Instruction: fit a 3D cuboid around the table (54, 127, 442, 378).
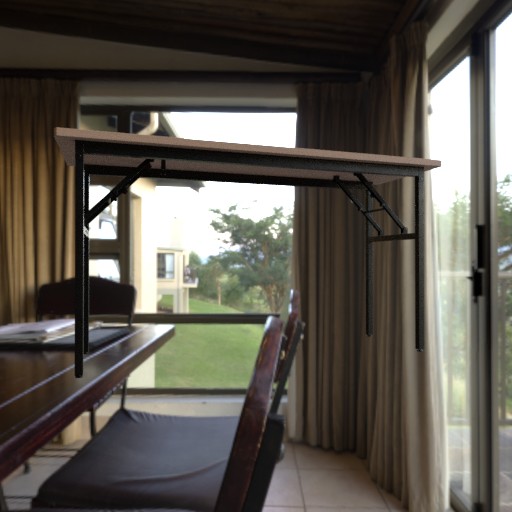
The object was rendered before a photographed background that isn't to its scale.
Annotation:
[{"bbox_3d":[0.000,0.000,1.727,1.397,0.750,0.447,0,-1,-18],"label":"table"}]
